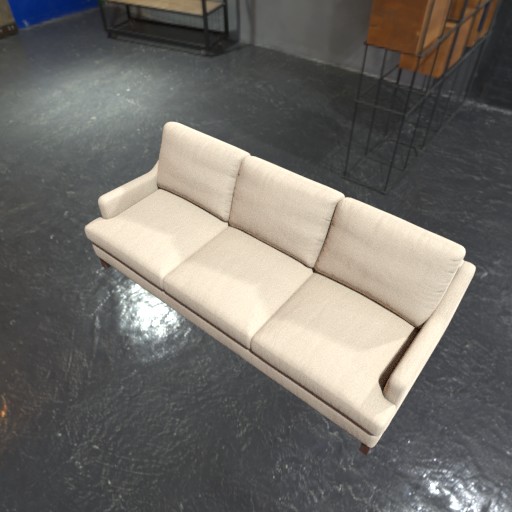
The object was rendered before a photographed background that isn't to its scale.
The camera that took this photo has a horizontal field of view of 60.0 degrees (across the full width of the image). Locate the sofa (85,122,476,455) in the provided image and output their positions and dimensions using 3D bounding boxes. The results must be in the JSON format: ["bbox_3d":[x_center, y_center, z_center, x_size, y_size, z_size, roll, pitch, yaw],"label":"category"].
[{"bbox_3d":[0.000,0.000,2.822,2.321,0.913,1.000,29,52,26],"label":"sofa"}]
